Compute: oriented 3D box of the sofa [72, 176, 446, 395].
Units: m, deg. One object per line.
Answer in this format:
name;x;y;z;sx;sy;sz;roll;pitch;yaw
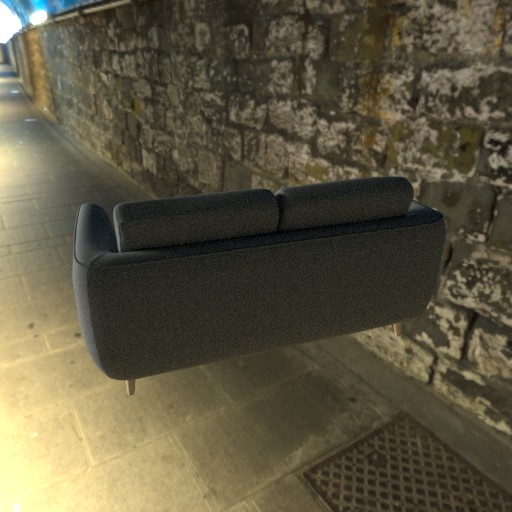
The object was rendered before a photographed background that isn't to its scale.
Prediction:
sofa;0.000;0.000;2.256;1.700;0.870;0.920;-8;26;-17
